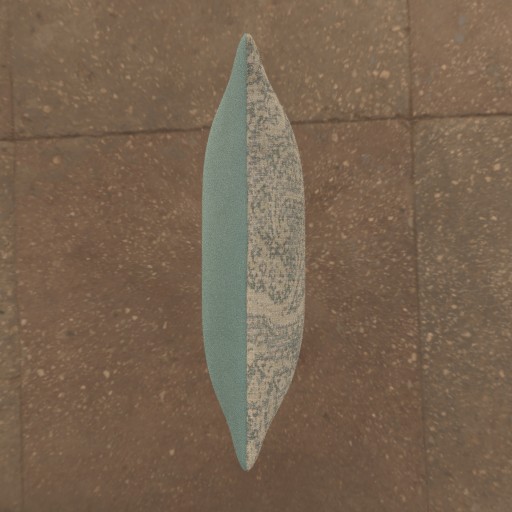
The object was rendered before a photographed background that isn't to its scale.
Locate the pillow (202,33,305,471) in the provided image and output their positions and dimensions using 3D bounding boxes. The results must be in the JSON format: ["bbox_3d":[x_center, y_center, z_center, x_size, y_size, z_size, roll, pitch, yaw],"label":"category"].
[{"bbox_3d":[0.000,0.000,0.777,0.166,0.507,0.526,0,89,1],"label":"pillow"}]
